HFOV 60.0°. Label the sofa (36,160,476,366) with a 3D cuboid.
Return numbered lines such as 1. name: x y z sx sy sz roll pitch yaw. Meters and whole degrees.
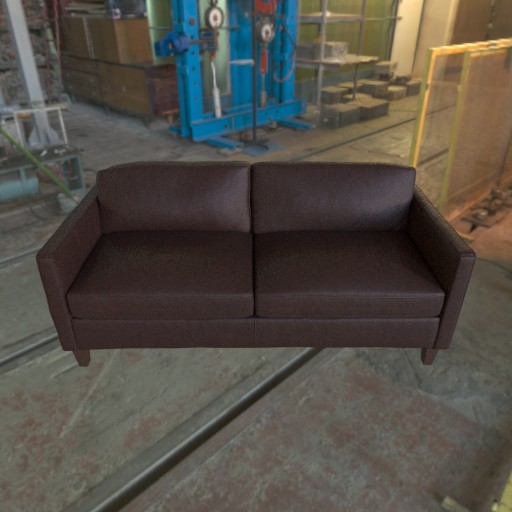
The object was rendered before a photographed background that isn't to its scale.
1. sofa: 0.000 0.000 2.428 1.971 0.863 0.923 0 30 0
